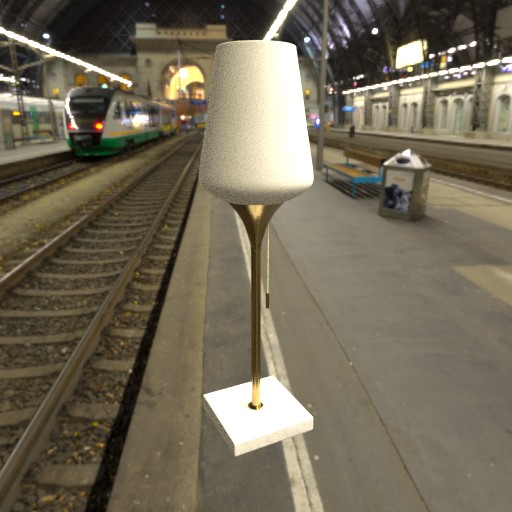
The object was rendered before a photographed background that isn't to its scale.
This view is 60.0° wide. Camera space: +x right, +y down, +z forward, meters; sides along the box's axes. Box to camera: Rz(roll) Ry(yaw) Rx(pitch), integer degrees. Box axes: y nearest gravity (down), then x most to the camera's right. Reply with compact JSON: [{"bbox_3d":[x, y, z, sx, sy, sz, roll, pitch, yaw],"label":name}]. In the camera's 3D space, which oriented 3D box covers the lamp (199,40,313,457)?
[{"bbox_3d":[0.000,0.000,0.741,0.181,0.639,0.181,-8,19,-25],"label":"lamp"}]
